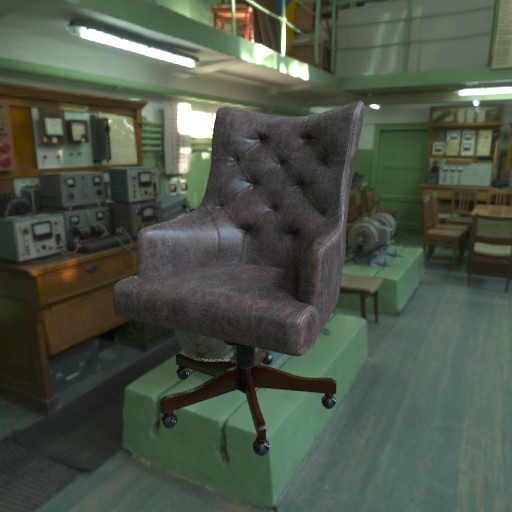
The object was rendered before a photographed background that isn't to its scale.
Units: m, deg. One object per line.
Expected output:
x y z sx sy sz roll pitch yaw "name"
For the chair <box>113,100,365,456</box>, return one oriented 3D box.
0.000 0.000 1.529 0.641 1.035 0.762 7 16 26 "chair"
